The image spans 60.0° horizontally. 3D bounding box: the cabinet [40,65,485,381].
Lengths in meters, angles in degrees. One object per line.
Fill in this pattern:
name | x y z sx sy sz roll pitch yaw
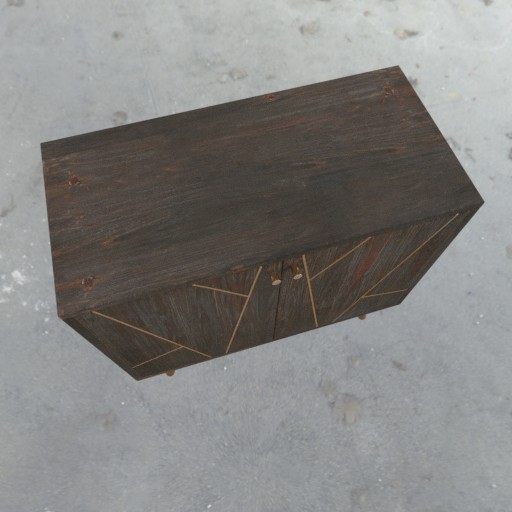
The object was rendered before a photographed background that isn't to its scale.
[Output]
cabinet | 0.000 0.000 1.512 1.023 0.897 0.529 -15 64 -7
